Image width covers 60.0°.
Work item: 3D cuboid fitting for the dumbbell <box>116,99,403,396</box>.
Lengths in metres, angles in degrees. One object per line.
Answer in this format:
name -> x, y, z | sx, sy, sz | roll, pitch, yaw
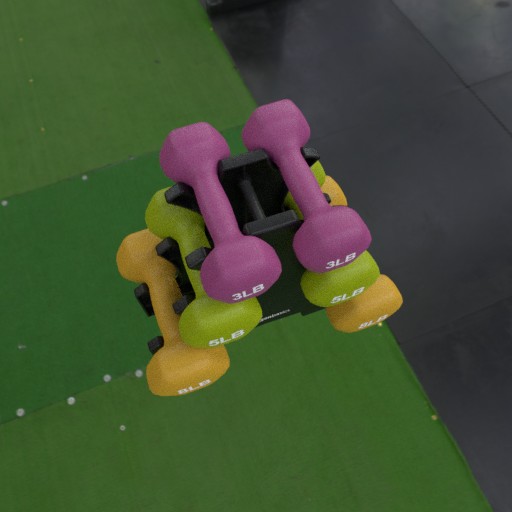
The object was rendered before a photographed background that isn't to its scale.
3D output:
dumbbell -> 0.000, 0.000, 0.470 | 0.300, 0.271, 0.190 | -18, 64, -9
